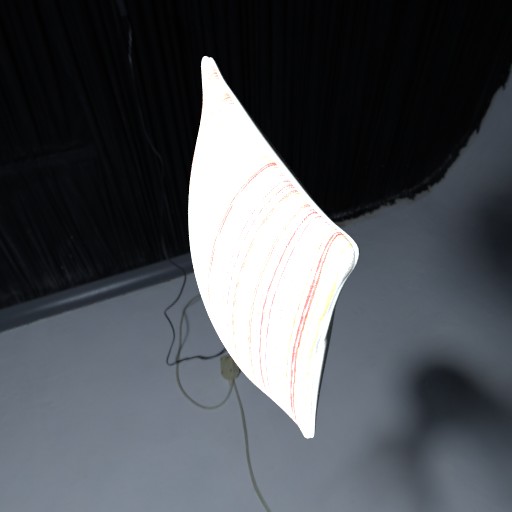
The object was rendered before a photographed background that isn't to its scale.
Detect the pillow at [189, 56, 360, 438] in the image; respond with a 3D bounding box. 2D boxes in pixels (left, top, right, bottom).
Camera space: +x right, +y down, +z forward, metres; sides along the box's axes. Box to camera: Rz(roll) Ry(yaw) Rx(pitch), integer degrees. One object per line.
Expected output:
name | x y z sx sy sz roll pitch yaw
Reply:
pillow | 0.000 0.000 0.692 0.191 0.449 0.451 -16 48 -15
